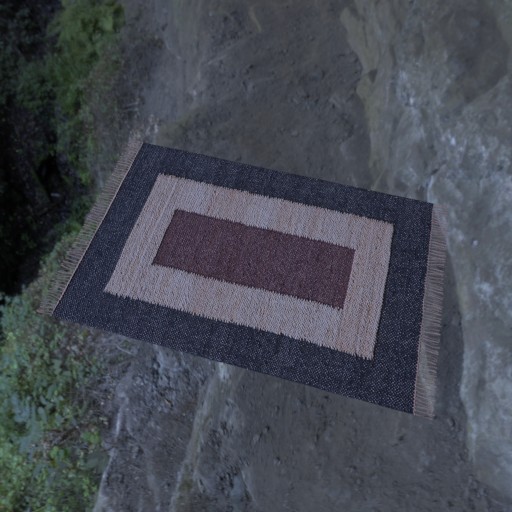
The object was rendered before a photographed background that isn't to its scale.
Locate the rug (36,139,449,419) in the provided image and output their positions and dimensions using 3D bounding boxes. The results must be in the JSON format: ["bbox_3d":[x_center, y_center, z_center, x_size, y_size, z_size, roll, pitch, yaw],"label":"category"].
[{"bbox_3d":[0.000,0.000,2.422,2.021,0.027,1.224,13,62,7],"label":"rug"}]
